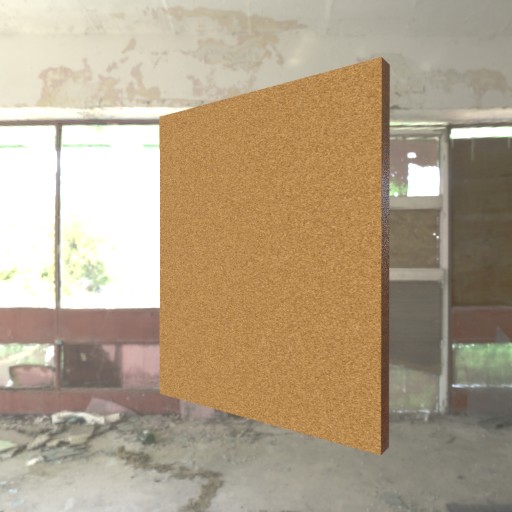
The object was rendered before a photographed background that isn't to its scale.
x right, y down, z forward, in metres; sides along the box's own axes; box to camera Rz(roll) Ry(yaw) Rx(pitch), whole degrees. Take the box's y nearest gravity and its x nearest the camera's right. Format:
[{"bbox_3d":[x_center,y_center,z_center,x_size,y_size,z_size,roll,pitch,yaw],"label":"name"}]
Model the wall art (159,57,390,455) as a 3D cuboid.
[{"bbox_3d":[0.000,0.000,0.782,0.467,0.567,0.033,0,1,36],"label":"wall art"}]
